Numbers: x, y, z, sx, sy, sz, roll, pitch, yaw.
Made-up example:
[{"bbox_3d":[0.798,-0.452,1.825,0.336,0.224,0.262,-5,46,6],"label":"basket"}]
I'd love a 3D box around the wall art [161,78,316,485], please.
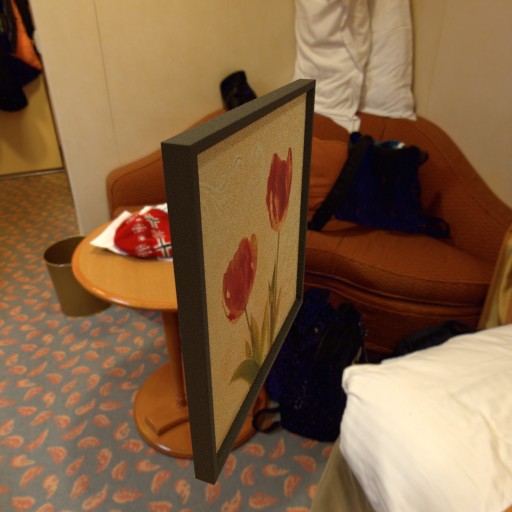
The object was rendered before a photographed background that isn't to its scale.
[{"bbox_3d":[0.000,0.000,0.519,0.038,0.349,0.349,10,30,18],"label":"wall art"}]
